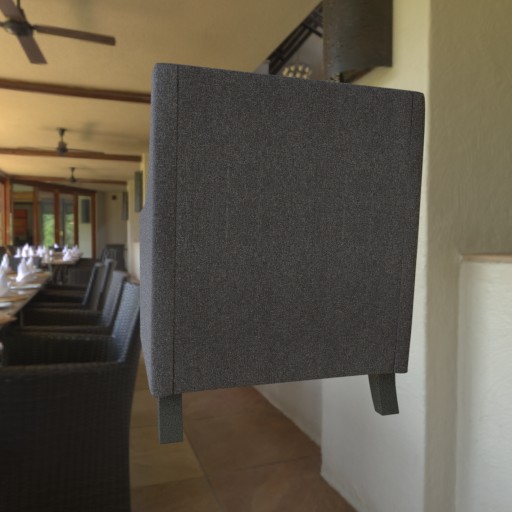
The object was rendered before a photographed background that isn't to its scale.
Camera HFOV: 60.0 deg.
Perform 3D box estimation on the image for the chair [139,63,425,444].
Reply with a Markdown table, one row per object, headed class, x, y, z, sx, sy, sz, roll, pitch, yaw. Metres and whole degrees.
| class | x | y | z | sx | sy | sz | roll | pitch | yaw |
| --- | --- | --- | --- | --- | --- | --- | --- | --- | --- |
| chair | 0.000 | 0.000 | 1.576 | 0.776 | 0.967 | 0.884 | -1 | 2 | -17 |
